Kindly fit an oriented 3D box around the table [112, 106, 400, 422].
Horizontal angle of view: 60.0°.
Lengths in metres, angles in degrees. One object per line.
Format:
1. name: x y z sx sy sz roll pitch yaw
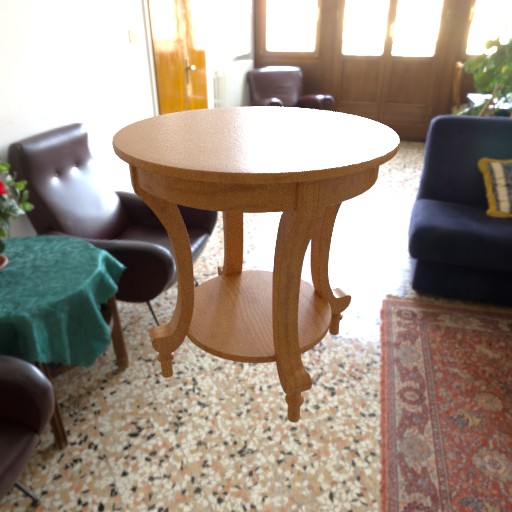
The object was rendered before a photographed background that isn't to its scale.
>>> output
1. table: 0.000 0.000 1.099 0.597 0.612 0.597 0 28 0
